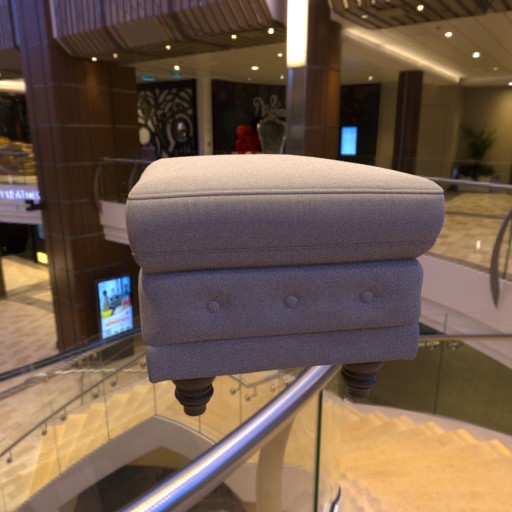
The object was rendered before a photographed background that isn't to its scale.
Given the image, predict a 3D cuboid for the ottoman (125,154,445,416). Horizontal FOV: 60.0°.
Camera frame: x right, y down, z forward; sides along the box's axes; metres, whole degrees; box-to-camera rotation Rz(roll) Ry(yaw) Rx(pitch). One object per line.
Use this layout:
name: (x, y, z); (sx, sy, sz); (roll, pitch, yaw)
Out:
ottoman: (0.000, 0.000, 1.144); (0.569, 0.500, 0.771); (-3, 15, -10)
